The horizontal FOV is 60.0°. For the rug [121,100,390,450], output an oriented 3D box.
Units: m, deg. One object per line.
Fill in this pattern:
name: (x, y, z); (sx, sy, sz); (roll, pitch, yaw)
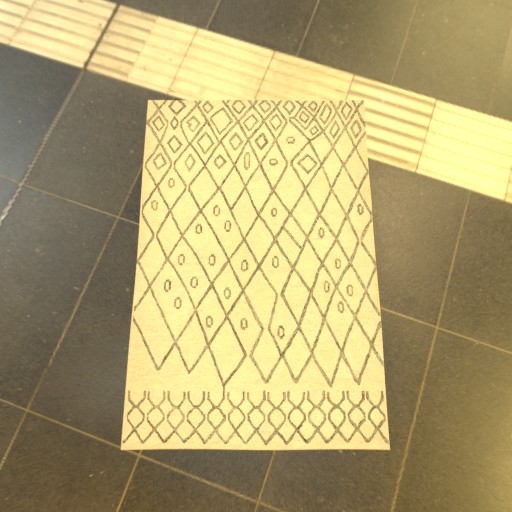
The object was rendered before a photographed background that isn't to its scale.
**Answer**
rug: (0.000, 0.000, 2.253); (1.222, 0.015, 1.828); (0, 74, 0)
